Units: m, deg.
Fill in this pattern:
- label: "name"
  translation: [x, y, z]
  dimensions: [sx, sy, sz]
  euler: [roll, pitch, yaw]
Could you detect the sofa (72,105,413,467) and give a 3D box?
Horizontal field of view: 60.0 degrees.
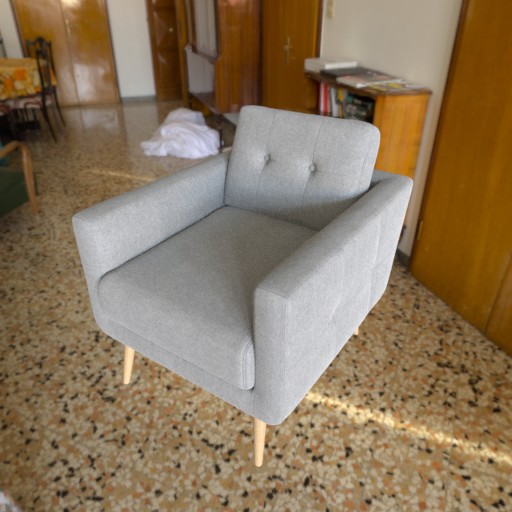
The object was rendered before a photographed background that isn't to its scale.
- label: "sofa"
  translation: [0.000, 0.000, 1.536]
  dimensions: [0.770, 0.860, 0.920]
  euler: [19, 35, 29]
